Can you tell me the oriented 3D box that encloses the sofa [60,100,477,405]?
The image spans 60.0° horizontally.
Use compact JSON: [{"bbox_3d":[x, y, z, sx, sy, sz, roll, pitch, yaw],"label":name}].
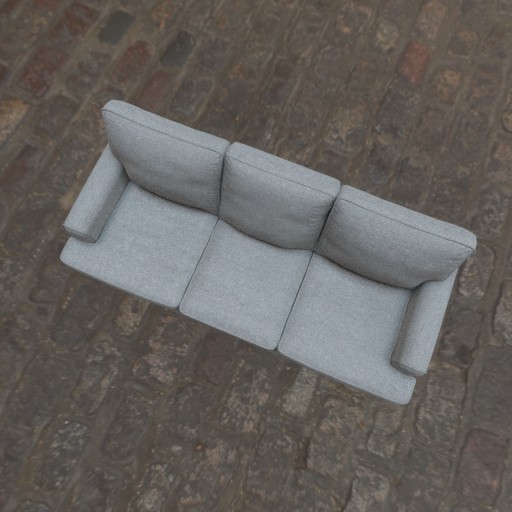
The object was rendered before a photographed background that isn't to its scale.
[{"bbox_3d":[0.000,0.000,2.574,2.158,0.965,0.951,22,76,6],"label":"sofa"}]
